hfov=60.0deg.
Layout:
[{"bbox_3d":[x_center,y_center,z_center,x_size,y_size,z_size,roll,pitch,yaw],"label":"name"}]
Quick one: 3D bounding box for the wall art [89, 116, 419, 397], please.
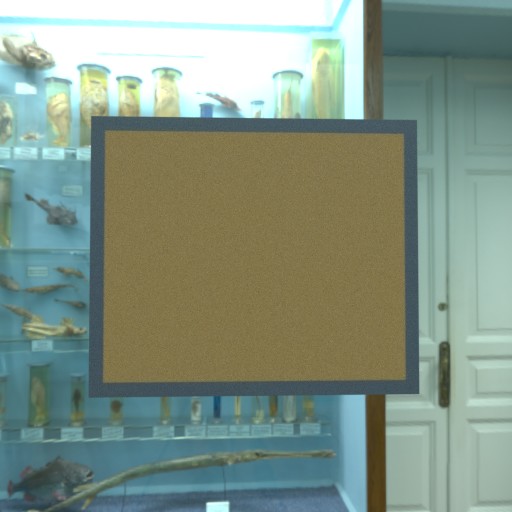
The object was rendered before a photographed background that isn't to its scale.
[{"bbox_3d":[0.000,0.000,0.902,0.660,0.558,0.026,0,-1,-2],"label":"wall art"}]
